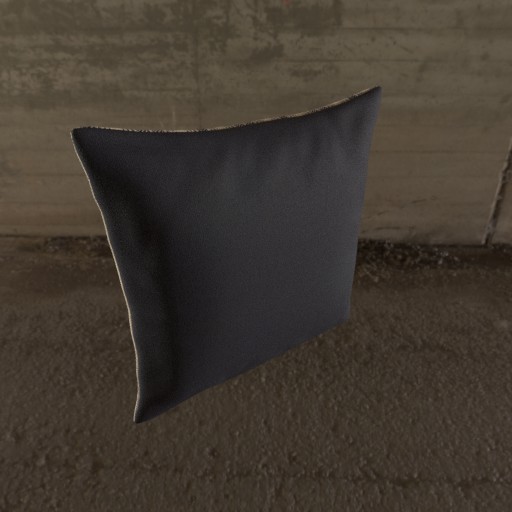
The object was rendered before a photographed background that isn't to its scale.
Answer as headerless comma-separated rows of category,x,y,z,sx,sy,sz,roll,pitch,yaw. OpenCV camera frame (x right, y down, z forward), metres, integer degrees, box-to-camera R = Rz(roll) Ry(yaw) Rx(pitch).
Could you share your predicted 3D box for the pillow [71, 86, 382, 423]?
pillow,0.000,0.000,0.761,0.520,0.508,0.166,-19,35,-30
